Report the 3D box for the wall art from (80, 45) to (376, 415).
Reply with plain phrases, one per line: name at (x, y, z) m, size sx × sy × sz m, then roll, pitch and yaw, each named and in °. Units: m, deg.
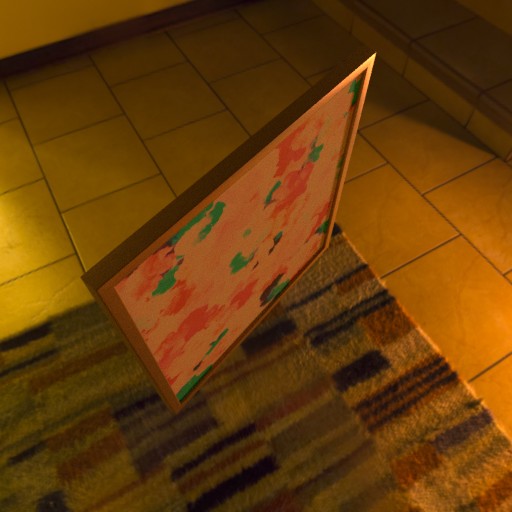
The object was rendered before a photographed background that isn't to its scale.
wall art at (0.000, 0.000, 1.130) m, size 0.036 × 0.765 × 0.767 m, roll 35°, pitch 64°, yaw 20°
